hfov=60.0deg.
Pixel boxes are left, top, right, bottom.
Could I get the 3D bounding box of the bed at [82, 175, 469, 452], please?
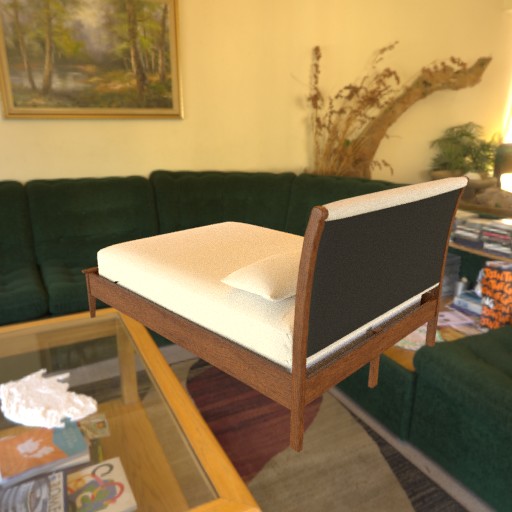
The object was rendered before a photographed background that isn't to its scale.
[{"bbox_3d":[0.000,0.000,3.274,2.380,1.250,1.612,16,23,43],"label":"bed"}]
